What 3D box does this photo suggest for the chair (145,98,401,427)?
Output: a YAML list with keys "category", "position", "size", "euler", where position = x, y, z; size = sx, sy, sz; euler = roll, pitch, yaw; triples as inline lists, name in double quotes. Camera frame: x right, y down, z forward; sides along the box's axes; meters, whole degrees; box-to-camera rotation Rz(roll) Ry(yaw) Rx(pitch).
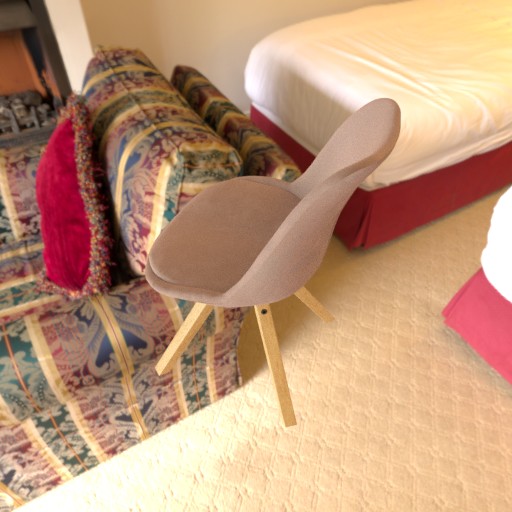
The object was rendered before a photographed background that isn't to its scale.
- category: "chair"
  position: [0.000, 0.000, 1.156]
  size: [0.550, 0.850, 0.485]
  euler: [17, 48, 16]
